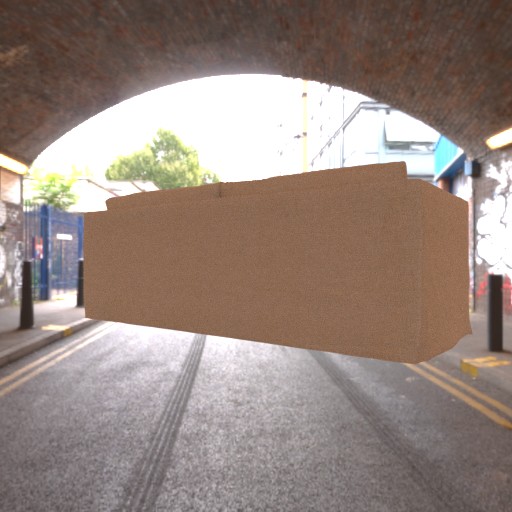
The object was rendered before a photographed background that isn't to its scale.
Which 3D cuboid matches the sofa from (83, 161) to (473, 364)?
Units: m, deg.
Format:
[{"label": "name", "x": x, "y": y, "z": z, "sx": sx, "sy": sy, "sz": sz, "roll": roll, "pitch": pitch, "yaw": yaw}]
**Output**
[{"label": "sofa", "x": 0.000, "y": 0.000, "z": 2.732, "sx": 2.296, "sy": 0.847, "sz": 0.956, "roll": 0, "pitch": 0, "yaw": 36}]
